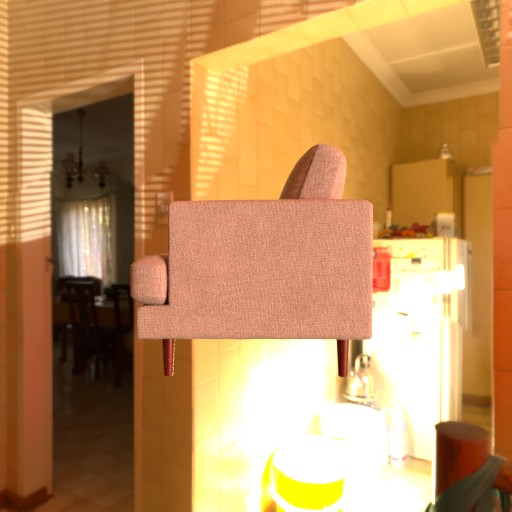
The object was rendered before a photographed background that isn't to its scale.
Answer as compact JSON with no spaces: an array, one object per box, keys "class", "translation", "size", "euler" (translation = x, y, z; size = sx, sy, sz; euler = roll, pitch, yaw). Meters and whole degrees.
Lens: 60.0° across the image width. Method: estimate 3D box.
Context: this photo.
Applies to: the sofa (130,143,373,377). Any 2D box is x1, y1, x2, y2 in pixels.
[{"class":"sofa","translation":[0.000,0.000,2.720],"size":[0.903,0.930,2.246],"euler":[0,1,1]}]
